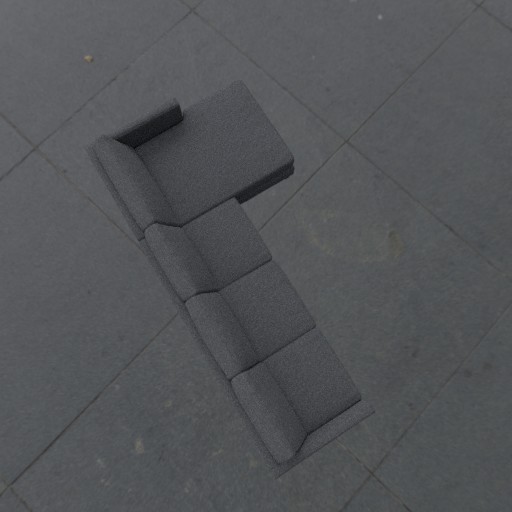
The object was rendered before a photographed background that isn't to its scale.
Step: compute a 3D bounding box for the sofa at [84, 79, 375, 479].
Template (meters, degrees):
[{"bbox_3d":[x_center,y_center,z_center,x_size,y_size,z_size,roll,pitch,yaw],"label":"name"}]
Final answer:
[{"bbox_3d":[0.000,0.000,3.929,1.625,0.846,3.186,-31,80,-6],"label":"sofa"}]
